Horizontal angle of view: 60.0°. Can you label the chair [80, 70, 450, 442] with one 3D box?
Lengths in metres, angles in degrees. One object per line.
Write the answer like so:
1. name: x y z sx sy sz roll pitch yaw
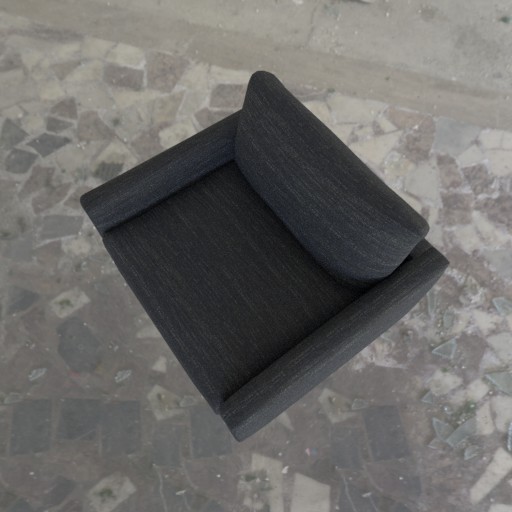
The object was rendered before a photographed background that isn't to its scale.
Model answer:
1. chair: 0.000 0.000 1.624 0.866 0.861 0.963 -33 68 -16
